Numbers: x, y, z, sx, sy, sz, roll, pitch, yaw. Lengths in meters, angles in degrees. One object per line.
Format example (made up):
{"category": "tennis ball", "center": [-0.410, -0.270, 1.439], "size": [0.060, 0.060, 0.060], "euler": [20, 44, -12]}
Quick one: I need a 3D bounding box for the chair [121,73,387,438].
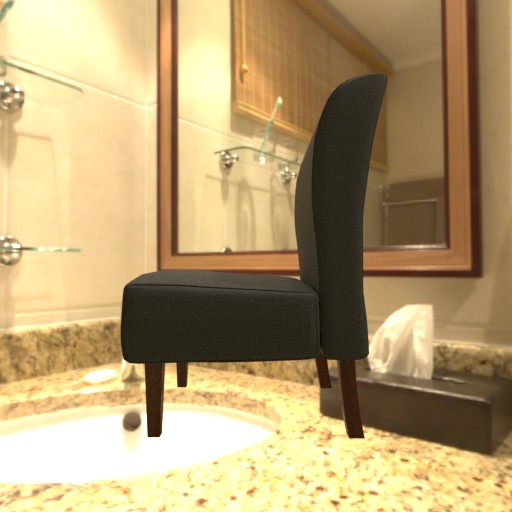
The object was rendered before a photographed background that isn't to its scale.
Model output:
{"category": "chair", "center": [0.000, 0.000, 1.188], "size": [0.592, 0.804, 0.513], "euler": [0, -1, -1]}
